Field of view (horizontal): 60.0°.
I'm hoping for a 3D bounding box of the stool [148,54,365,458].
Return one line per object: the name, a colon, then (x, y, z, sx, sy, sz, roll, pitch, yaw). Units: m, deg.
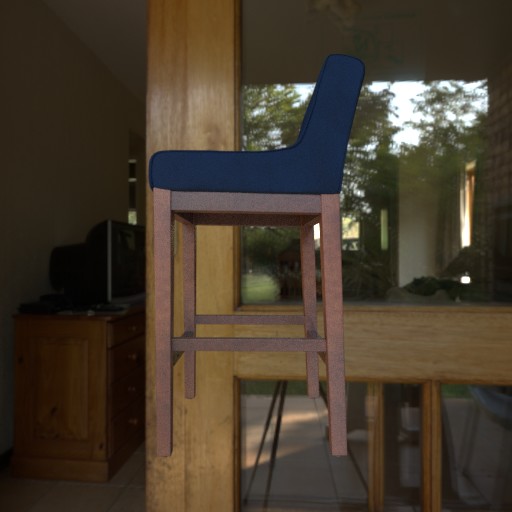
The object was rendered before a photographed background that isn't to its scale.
stool: (0.000, 0.000, 1.267, 0.516, 0.945, 0.511, 0, 0, -1)
